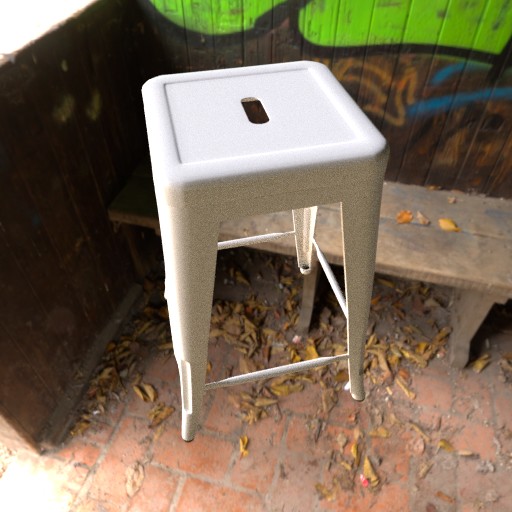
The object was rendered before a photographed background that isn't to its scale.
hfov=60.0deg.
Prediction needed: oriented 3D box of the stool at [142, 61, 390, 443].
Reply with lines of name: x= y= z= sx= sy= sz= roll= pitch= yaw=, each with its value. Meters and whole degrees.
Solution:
stool: x=0.000 y=0.000 z=0.860 sx=0.406 sy=0.610 sz=0.406 roll=-10 pitch=47 yaw=-9
